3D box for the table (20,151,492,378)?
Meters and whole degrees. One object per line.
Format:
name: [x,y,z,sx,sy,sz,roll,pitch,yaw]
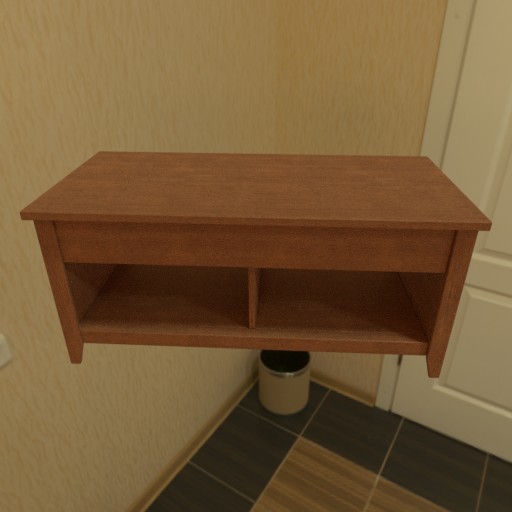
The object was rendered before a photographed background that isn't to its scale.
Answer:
table: [0.000,0.000,1.270,1.016,0.457,0.483,2,29,3]
